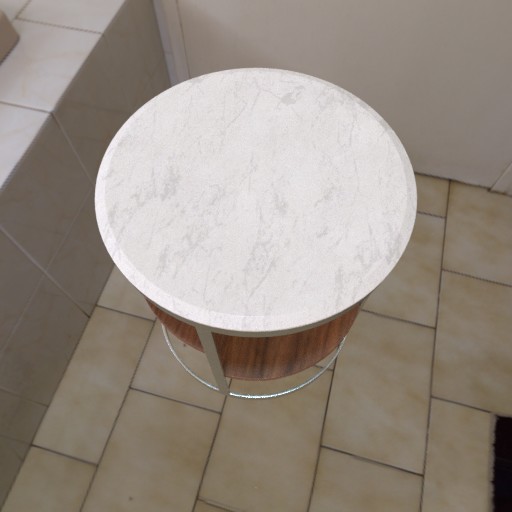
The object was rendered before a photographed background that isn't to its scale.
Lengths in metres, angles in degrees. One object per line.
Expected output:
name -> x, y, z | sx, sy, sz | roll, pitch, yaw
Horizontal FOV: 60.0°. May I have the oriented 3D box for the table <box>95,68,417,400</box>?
table -> 0.000, 0.000, 0.760 | 0.407, 0.447, 0.407 | 0, 62, 0
